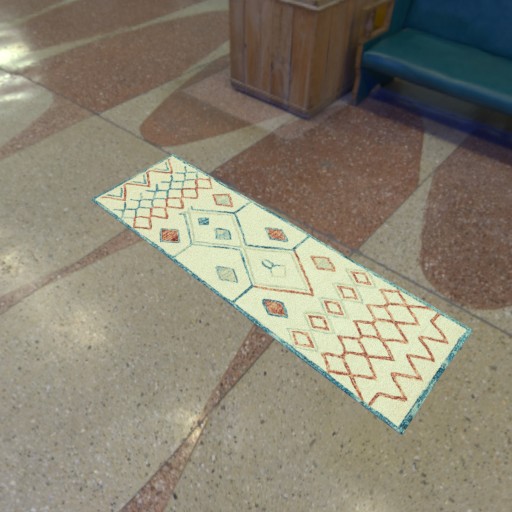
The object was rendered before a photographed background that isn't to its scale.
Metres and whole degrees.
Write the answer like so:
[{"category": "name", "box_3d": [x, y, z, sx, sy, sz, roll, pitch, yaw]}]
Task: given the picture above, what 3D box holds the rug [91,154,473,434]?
[{"category": "rug", "box_3d": [0.000, 0.000, 2.727, 2.435, 0.011, 0.750, 33, 55, 27]}]
